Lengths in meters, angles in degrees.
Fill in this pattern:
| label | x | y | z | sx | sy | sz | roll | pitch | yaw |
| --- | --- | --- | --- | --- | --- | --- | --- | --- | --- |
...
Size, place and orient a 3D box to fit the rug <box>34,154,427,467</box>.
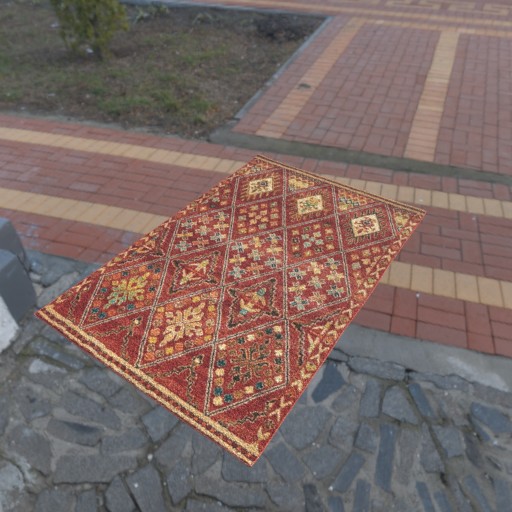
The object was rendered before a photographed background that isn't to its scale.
| label | x | y | z | sx | sy | sz | roll | pitch | yaw |
| --- | --- | --- | --- | --- | --- | --- | --- | --- | --- |
| rug | 0.000 | 0.000 | 2.910 | 1.521 | 0.026 | 2.286 | 24 | 47 | 25 |
